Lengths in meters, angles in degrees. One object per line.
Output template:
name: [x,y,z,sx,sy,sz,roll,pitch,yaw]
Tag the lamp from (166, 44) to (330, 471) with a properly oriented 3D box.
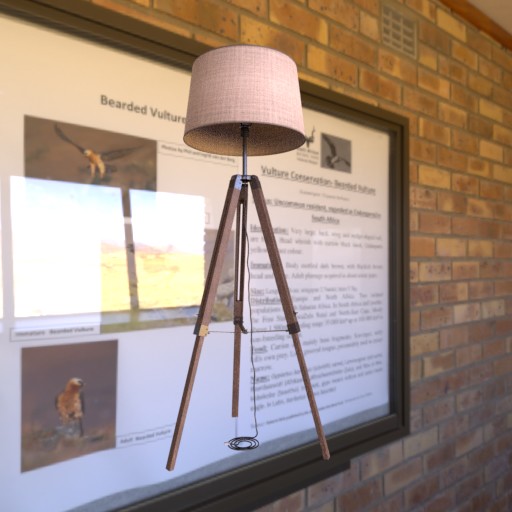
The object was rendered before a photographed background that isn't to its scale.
lamp: [0.000,0.000,1.771,0.587,1.510,0.604,0,-1,20]
